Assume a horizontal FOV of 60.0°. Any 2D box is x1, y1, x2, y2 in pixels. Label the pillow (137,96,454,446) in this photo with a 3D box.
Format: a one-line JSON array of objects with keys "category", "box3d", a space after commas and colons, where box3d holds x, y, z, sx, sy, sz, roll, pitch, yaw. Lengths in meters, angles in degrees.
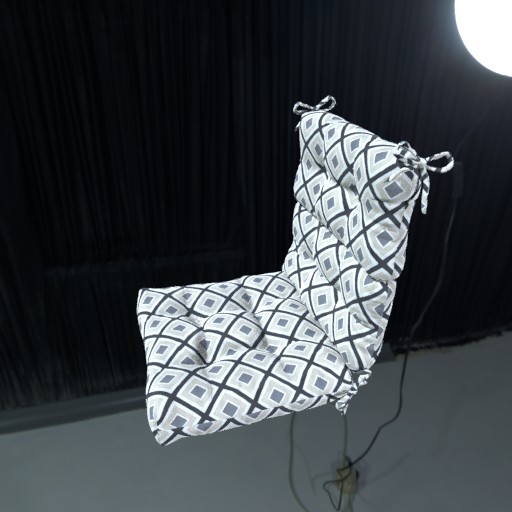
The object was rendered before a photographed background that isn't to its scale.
[{"category": "pillow", "box3d": [0.000, 0.000, 1.017, 0.571, 0.605, 0.519, -8, 31, -14]}]
